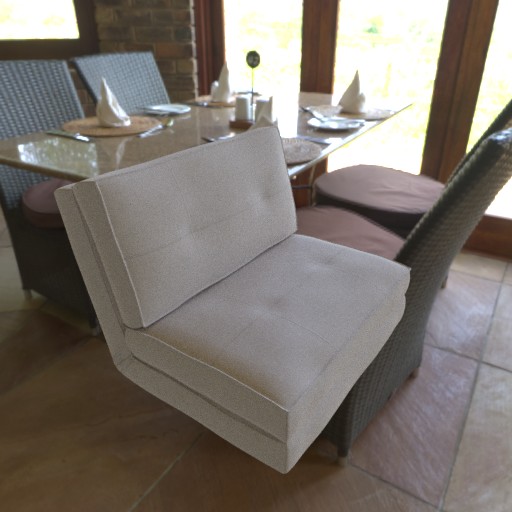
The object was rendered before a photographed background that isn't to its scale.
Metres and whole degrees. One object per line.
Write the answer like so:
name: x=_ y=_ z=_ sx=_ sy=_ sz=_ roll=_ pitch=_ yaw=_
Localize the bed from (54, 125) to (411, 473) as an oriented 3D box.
bed: x=0.000 y=0.000 z=1.336 sx=0.749 sy=0.614 sz=0.799 roll=18 pitch=32 yaw=31
